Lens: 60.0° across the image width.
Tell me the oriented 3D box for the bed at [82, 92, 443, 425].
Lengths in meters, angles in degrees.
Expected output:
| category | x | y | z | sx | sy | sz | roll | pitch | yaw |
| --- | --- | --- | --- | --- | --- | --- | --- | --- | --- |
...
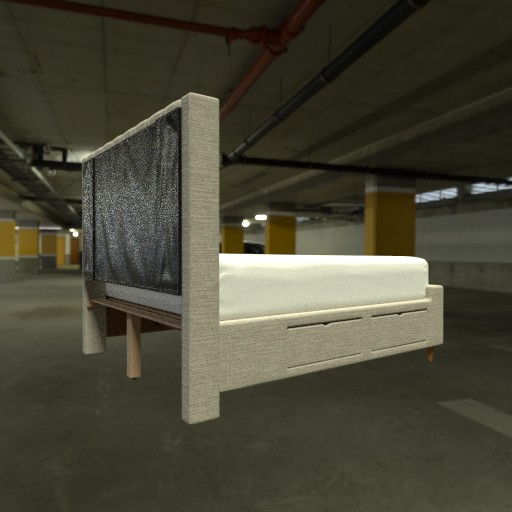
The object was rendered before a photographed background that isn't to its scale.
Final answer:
| category | x | y | z | sx | sy | sz | roll | pitch | yaw |
| --- | --- | --- | --- | --- | --- | --- | --- | --- | --- |
| bed | 0.000 | 0.000 | 3.801 | 2.372 | 1.748 | 2.044 | 0 | 1 | -36 |
